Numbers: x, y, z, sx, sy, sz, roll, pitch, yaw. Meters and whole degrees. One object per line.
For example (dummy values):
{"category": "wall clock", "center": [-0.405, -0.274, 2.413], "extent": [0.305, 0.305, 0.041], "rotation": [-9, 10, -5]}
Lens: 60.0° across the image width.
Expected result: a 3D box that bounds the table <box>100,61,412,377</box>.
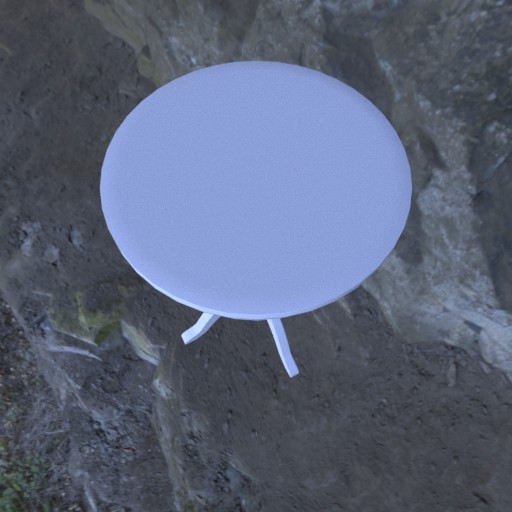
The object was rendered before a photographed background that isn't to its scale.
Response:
{"category": "table", "center": [0.000, 0.000, 1.028], "extent": [0.513, 0.653, 0.513], "rotation": [0, 63, 0]}
